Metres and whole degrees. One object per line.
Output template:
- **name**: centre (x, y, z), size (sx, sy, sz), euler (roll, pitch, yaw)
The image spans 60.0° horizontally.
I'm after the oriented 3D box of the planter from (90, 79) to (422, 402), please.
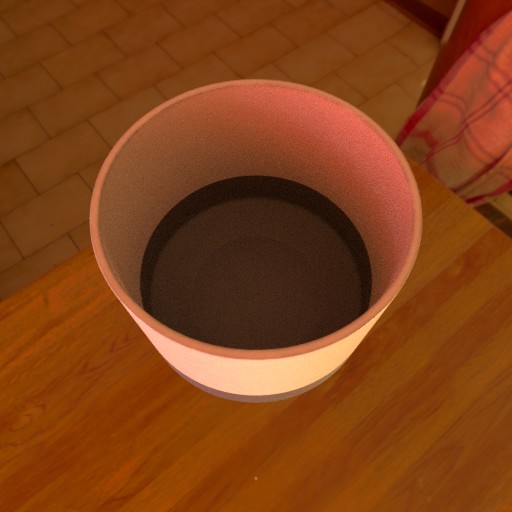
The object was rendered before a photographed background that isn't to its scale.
- **planter**: centre (0.000, 0.000, 0.220), size (0.128, 0.105, 0.128), euler (0, 63, 0)
